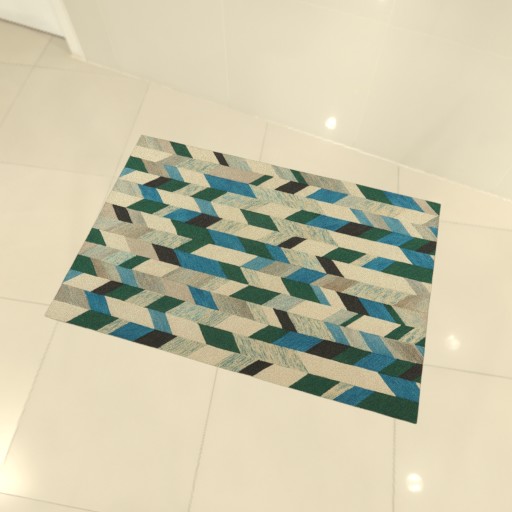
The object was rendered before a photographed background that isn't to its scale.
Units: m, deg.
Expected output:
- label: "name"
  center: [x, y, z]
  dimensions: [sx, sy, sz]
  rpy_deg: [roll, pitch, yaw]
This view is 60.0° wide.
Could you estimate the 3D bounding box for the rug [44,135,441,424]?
- label: "rug"
  center: [0.000, 0.000, 2.341]
  dimensions: [1.827, 0.005, 1.229]
  rpy_deg: [14, 63, 7]
